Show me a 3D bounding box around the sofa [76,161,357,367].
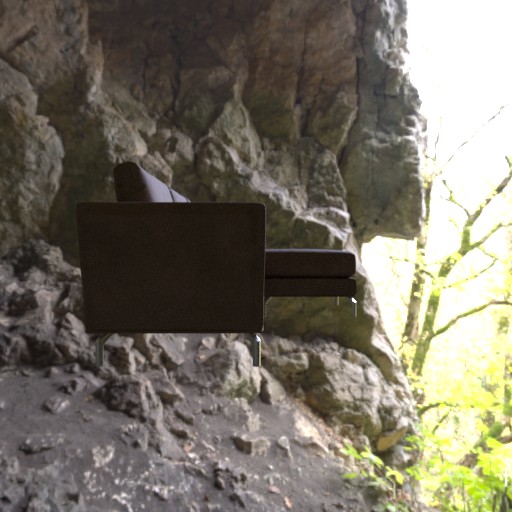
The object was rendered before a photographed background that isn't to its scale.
[{"bbox_3d":[0.000,0.000,3.188,1.622,0.987,2.438,0,1,0],"label":"sofa"}]
